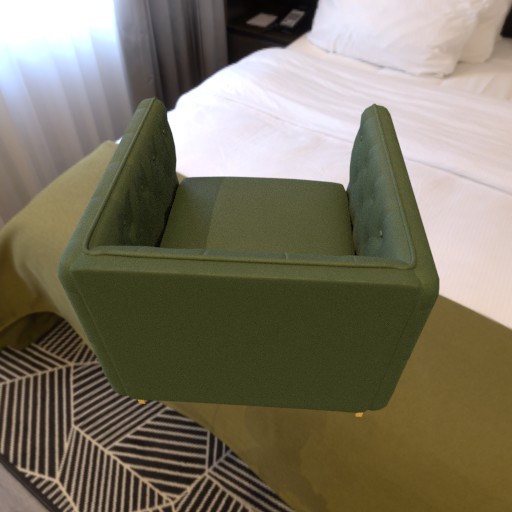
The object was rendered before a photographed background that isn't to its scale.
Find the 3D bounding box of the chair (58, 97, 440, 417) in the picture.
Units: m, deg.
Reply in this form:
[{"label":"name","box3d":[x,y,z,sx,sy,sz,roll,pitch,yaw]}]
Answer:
[{"label":"chair","box3d":[0.000,0.000,1.530,0.917,0.768,0.855,3,46,3]}]
